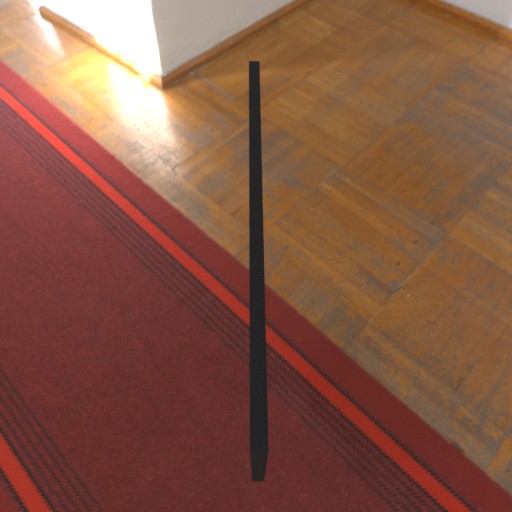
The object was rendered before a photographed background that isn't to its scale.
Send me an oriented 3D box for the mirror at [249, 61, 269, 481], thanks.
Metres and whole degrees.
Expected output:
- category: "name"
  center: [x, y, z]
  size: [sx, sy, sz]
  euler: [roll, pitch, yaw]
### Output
- category: "mirror"
  center: [0.000, 0.000, 1.810]
  size: [0.047, 0.692, 1.584]
  euler: [0, 58, 0]
